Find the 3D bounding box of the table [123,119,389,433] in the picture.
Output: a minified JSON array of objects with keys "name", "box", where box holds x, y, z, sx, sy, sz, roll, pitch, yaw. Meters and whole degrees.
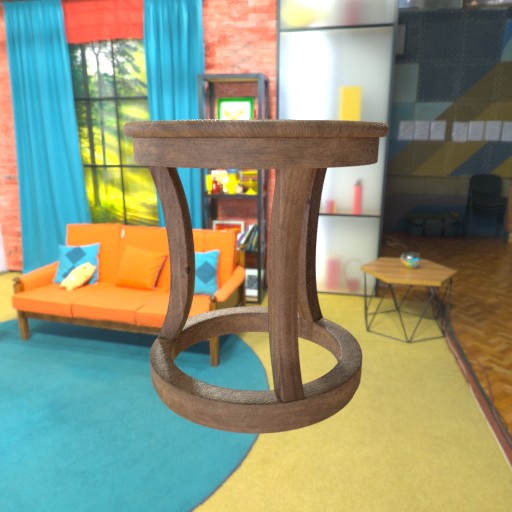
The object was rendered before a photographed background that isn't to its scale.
[{"name":"table","box":[0.000,0.000,0.807,0.432,0.460,0.432,0,15,0]}]
